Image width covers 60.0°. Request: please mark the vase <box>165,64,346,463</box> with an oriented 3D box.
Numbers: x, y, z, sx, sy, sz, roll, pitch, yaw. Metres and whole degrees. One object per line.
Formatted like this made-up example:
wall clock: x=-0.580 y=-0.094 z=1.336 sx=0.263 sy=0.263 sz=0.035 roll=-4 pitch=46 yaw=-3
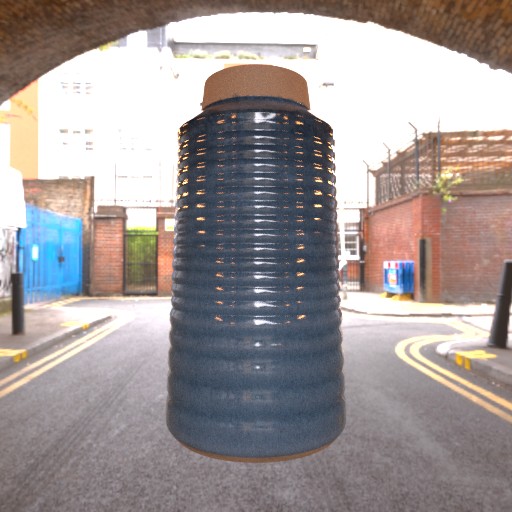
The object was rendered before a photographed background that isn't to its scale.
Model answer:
vase: x=0.000 y=0.000 z=0.411 sx=0.163 sy=0.316 sz=0.163 roll=0 pitch=-1 yaw=0
